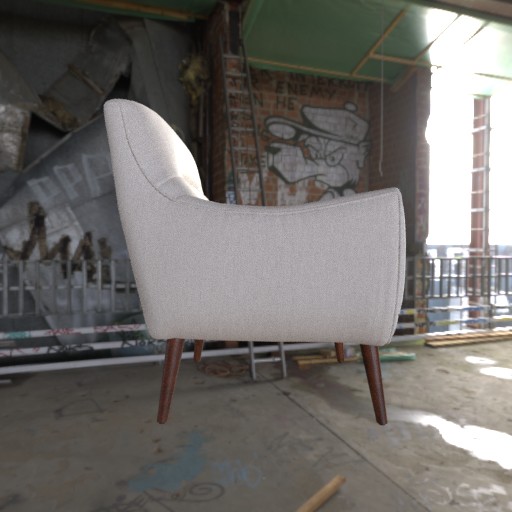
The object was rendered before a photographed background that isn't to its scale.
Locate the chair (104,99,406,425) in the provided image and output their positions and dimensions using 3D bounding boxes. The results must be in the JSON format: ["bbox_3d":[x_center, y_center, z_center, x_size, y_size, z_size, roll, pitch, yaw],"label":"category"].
[{"bbox_3d":[0.000,0.000,1.412,0.787,0.838,0.762,0,1,1],"label":"chair"}]
